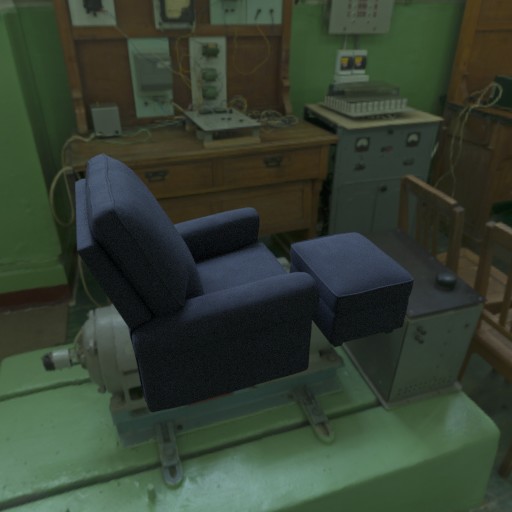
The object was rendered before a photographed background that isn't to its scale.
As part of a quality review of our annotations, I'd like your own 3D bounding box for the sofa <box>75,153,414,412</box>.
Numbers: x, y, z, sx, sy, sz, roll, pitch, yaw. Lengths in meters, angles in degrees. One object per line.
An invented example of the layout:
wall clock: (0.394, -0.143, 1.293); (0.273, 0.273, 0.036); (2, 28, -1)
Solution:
sofa: (0.000, 0.000, 2.102); (1.478, 0.959, 0.880); (-10, 32, -17)
